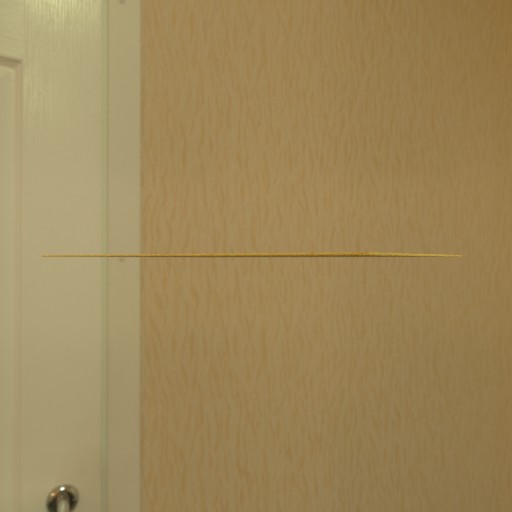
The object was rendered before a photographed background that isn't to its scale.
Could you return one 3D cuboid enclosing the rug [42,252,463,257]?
[{"bbox_3d":[0.000,0.000,4.304,3.242,0.015,2.486,0,0,35],"label":"rug"}]
